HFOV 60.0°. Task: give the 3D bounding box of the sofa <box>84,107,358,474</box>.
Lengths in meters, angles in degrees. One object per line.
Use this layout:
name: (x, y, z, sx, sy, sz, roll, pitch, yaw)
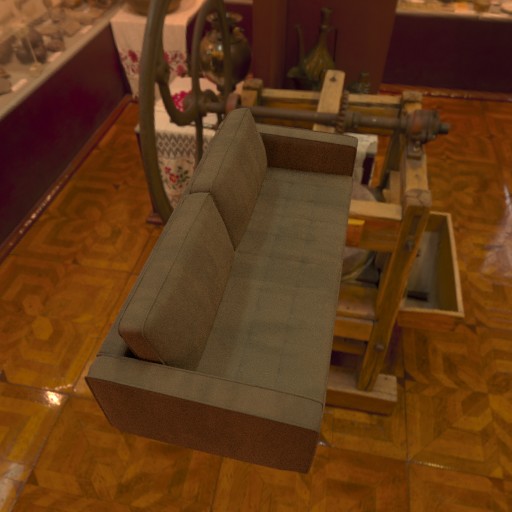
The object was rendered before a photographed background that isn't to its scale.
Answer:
sofa: (0.000, 0.000, 2.367, 0.924, 0.825, 1.920, 10, 48, 9)
